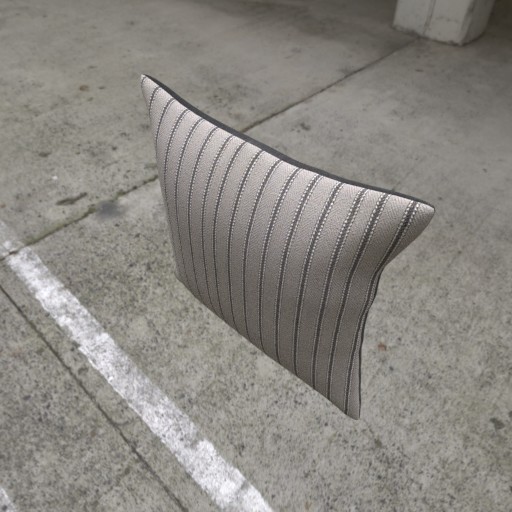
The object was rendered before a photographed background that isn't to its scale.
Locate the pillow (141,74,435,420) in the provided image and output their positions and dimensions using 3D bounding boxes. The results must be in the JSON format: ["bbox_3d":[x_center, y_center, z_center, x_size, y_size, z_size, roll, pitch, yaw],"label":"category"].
[{"bbox_3d":[0.000,0.000,0.686,0.468,0.444,0.138,34,54,29],"label":"pillow"}]
